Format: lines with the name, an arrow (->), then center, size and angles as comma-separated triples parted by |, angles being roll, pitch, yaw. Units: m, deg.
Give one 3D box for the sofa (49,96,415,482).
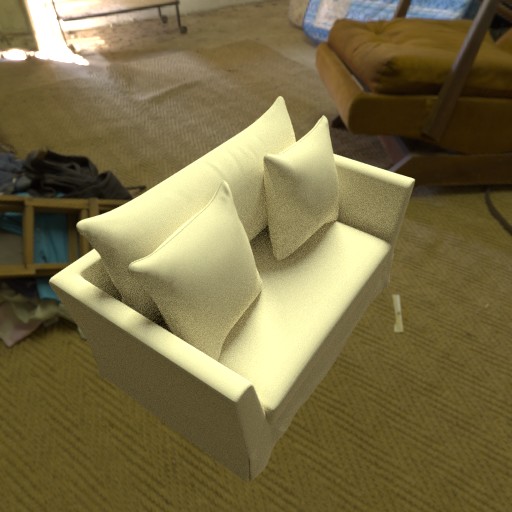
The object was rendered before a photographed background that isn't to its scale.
sofa -> 0.000, 0.000, 2.227 | 1.026, 1.039, 1.608 | 25, 47, 25
